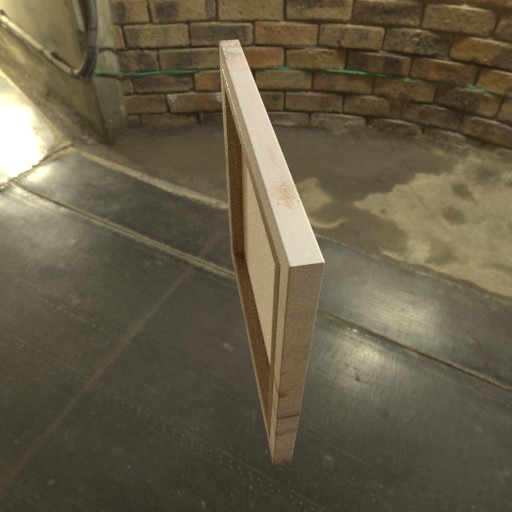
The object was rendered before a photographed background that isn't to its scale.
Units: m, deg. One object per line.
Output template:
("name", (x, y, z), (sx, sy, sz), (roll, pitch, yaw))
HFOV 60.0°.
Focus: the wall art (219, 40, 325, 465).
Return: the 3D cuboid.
("wall art", (0.000, 0.000, 0.898), (0.040, 0.613, 0.611), (-8, 47, -7))
